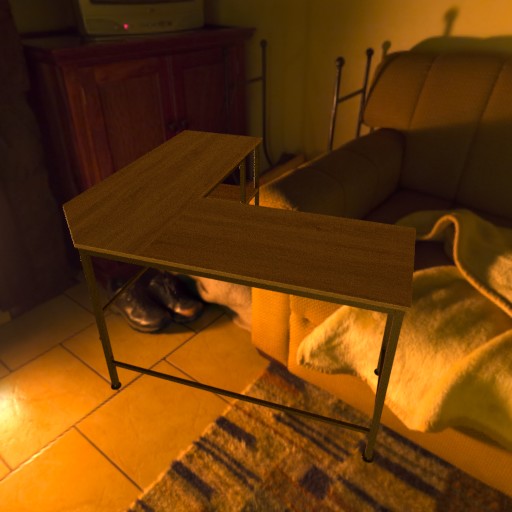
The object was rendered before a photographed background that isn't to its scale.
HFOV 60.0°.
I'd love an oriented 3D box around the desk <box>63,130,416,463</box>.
[{"bbox_3d":[0.000,0.000,2.181,1.379,0.739,1.379,10,33,16],"label":"desk"}]
